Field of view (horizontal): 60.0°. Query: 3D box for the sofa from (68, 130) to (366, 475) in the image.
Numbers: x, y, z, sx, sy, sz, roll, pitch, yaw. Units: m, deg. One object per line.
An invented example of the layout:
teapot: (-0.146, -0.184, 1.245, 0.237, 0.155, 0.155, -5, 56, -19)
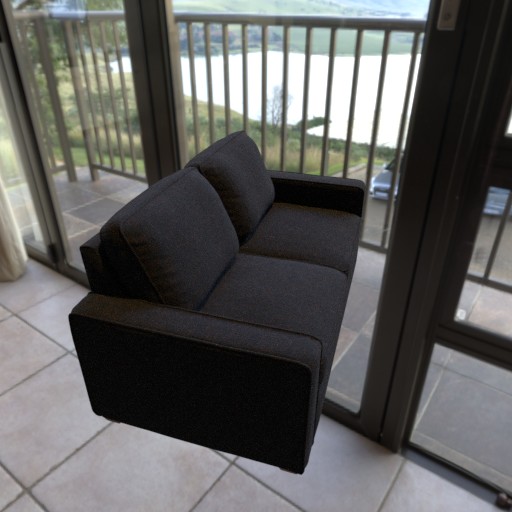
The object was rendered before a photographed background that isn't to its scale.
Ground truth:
sofa: (0.000, 0.000, 2.258, 0.947, 0.918, 1.709, 9, 32, 15)
